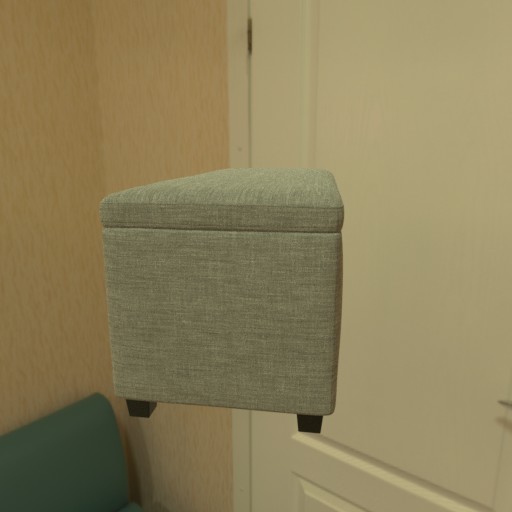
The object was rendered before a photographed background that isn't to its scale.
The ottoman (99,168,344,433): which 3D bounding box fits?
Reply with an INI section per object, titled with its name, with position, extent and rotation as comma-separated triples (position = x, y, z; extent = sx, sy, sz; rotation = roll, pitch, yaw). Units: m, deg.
[ottoman]
position = 0.000, 0.000, 1.161
extent = 0.419, 0.432, 0.902
rotation = 2, 14, 8
